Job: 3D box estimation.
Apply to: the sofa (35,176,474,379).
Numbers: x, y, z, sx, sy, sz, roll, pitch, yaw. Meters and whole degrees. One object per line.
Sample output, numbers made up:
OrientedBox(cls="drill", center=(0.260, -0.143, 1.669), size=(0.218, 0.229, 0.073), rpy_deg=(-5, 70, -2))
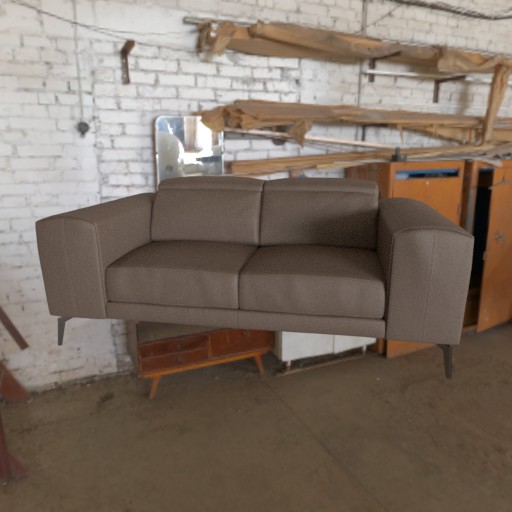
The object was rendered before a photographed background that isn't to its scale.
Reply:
OrientedBox(cls="sofa", center=(0.000, 0.000, 2.361), size=(1.895, 0.779, 1.003), rpy_deg=(3, 14, 10))
